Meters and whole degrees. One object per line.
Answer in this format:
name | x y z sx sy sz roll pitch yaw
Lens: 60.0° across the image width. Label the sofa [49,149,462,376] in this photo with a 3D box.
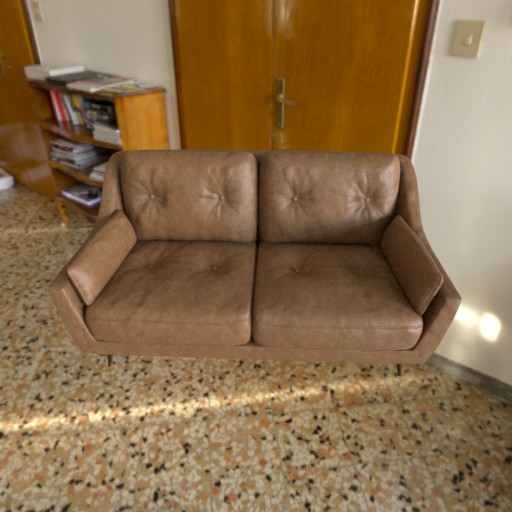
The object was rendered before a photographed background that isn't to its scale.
sofa | 0.000 0.000 2.275 1.731 0.886 0.981 1 30 2
